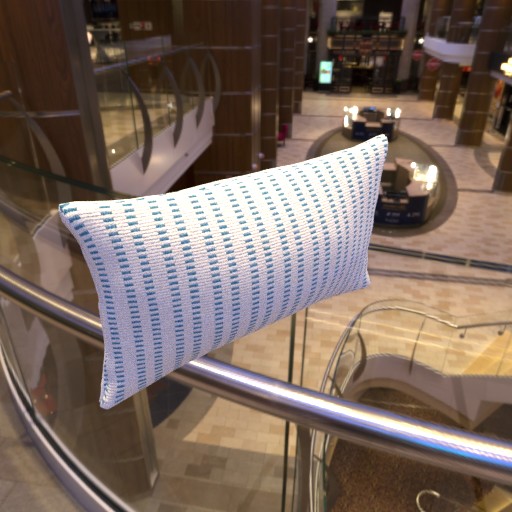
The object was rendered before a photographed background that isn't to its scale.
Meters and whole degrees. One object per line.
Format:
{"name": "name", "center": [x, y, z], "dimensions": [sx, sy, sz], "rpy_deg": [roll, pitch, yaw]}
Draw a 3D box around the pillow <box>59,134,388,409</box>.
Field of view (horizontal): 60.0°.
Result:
{"name": "pillow", "center": [0.000, 0.000, 0.807], "dimensions": [0.640, 0.353, 0.210], "rpy_deg": [-20, 34, -31]}
